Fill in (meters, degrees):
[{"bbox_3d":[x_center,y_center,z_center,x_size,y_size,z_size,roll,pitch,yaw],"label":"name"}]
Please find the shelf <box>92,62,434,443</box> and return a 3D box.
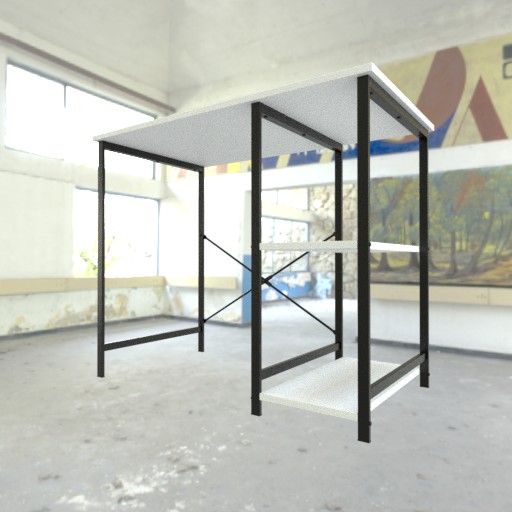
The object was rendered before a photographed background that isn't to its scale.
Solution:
[{"bbox_3d":[0.000,0.000,1.325,0.902,0.750,0.498,0,-1,35],"label":"shelf"}]
